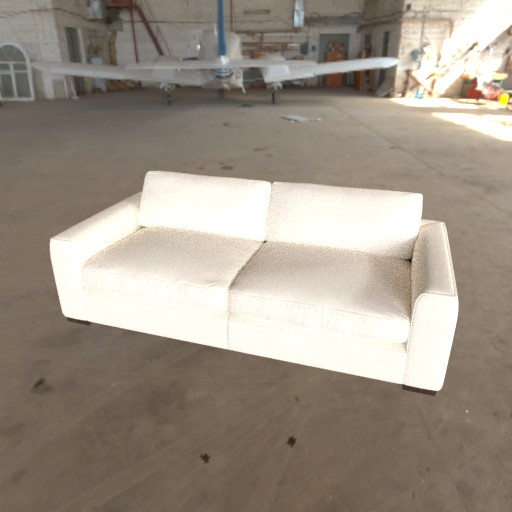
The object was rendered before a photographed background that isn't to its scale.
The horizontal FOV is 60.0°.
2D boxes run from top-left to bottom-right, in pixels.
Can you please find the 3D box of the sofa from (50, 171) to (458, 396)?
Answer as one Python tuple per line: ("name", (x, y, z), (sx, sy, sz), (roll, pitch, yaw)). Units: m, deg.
("sofa", (0.000, 0.000, 2.775), (2.262, 0.801, 1.070), (8, 26, 16))
